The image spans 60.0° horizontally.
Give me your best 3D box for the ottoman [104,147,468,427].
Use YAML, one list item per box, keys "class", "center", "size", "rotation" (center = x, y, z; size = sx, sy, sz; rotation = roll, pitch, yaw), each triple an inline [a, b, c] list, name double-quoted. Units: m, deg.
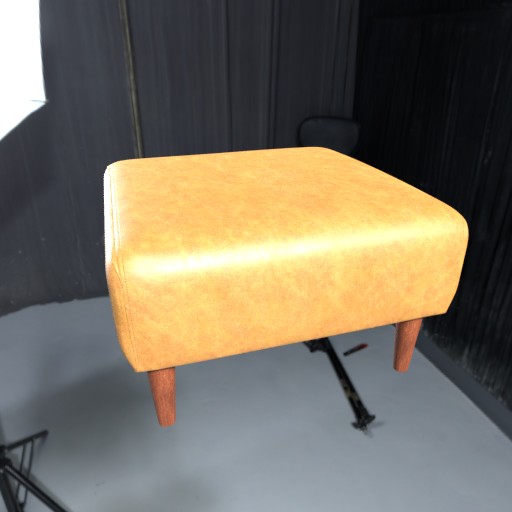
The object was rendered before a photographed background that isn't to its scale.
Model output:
- class: "ottoman"
  center: [0.000, 0.000, 1.055]
  size: [0.650, 0.399, 0.650]
  rotation: [-8, 27, -16]
